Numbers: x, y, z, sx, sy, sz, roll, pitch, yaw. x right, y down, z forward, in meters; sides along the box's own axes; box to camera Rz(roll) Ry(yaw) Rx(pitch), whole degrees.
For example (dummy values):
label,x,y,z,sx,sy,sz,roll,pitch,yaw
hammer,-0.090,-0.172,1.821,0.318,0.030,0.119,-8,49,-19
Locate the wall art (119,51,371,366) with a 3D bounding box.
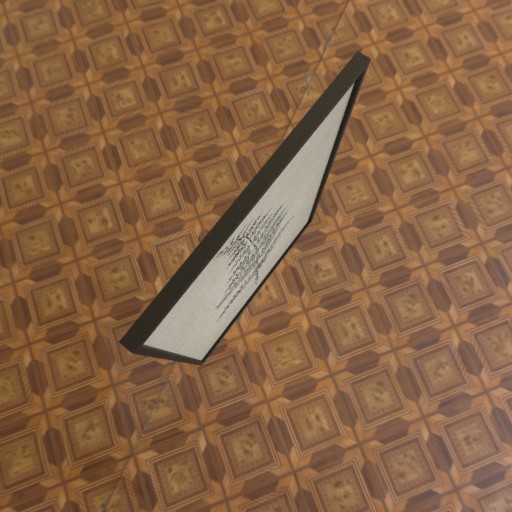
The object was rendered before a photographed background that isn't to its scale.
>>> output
label,x,y,z,sx,sy,sz,roll,pitch,yaw
wall art,0.000,0.000,1.421,0.036,1.070,0.802,36,78,9
